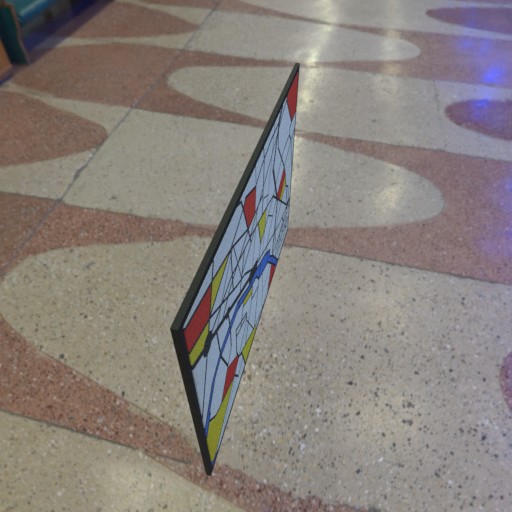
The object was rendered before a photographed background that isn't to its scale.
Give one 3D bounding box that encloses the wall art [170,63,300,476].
[{"bbox_3d":[0.000,0.000,1.223,0.013,0.665,0.963,11,48,10],"label":"wall art"}]
